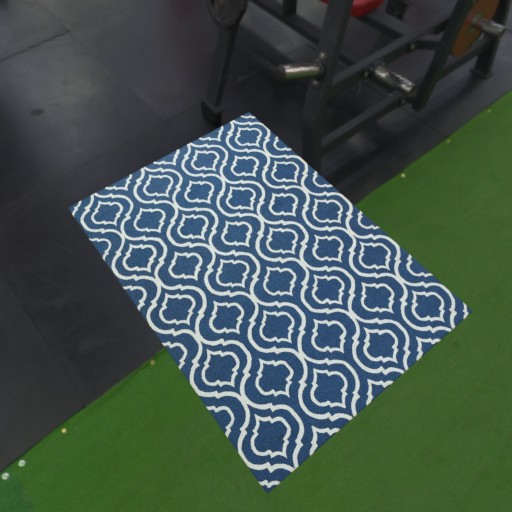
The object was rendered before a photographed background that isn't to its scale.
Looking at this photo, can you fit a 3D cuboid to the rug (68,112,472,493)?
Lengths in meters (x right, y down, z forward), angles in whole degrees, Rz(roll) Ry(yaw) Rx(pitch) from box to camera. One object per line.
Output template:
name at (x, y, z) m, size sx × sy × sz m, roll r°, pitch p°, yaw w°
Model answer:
rug at (0.000, 0.000, 2.762) m, size 1.524 × 0.010 × 2.134 m, roll -34°, pitch 64°, yaw -19°
